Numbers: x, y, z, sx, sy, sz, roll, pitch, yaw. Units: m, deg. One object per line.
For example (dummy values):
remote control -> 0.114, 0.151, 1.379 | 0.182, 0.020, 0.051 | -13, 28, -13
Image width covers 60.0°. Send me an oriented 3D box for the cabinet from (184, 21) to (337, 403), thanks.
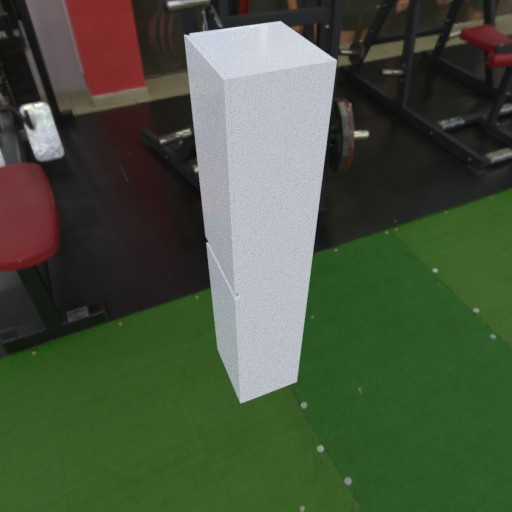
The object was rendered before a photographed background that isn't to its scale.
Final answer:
cabinet -> 0.000, 0.000, 1.549 | 0.270, 1.400, 0.300 | -16, 47, -16
